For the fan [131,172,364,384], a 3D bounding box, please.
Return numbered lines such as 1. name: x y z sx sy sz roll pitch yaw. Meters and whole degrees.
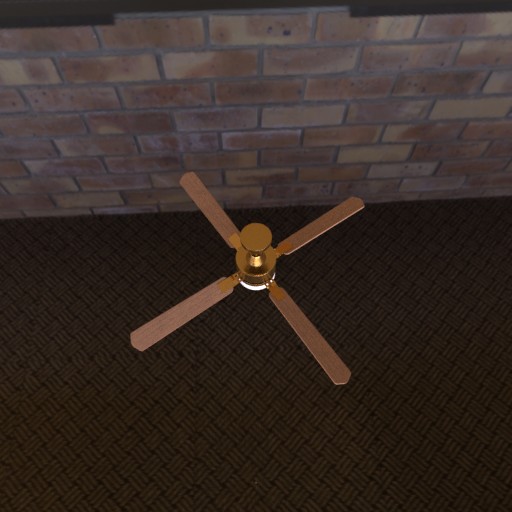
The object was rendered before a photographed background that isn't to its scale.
1. fan: 0.000 0.000 2.008 1.320 0.355 1.320 -32 67 -15
